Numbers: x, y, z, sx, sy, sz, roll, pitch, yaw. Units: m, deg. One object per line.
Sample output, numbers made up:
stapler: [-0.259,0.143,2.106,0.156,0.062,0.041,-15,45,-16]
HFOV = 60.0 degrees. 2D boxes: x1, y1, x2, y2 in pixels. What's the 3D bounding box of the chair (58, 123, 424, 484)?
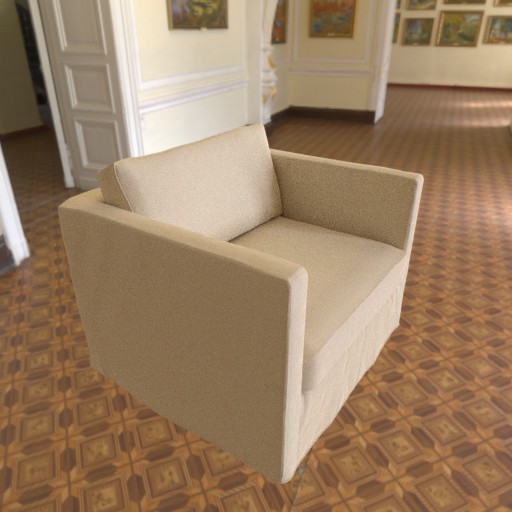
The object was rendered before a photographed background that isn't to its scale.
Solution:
chair: [0.000,0.000,1.732,0.947,0.851,1.057,18,32,31]
